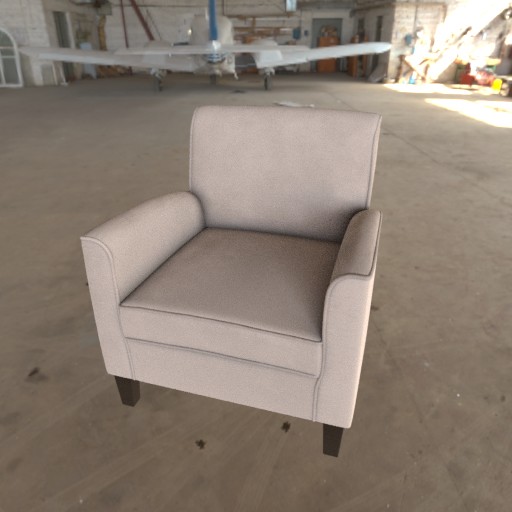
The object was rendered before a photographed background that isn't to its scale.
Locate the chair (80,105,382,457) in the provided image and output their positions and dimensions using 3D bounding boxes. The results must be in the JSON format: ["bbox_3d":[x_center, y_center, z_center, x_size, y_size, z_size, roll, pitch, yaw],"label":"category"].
[{"bbox_3d":[0.000,0.000,1.568,0.820,0.915,0.821,8,27,15],"label":"chair"}]
